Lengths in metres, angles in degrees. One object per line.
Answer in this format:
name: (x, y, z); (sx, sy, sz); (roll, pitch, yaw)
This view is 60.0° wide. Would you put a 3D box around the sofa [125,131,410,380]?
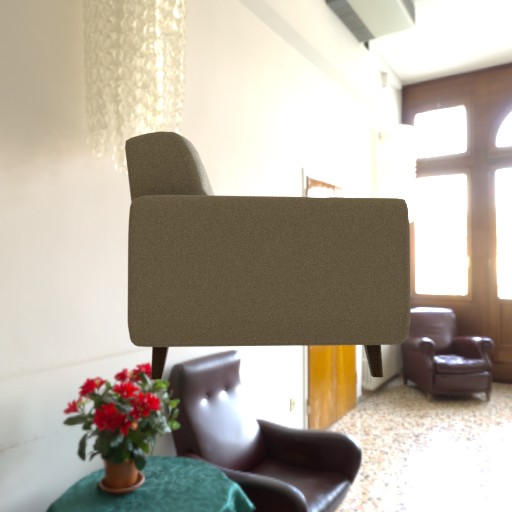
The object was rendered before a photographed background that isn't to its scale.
sofa: (0.000, 0.000, 2.259); (0.980, 0.892, 1.655); (0, -1, -2)
